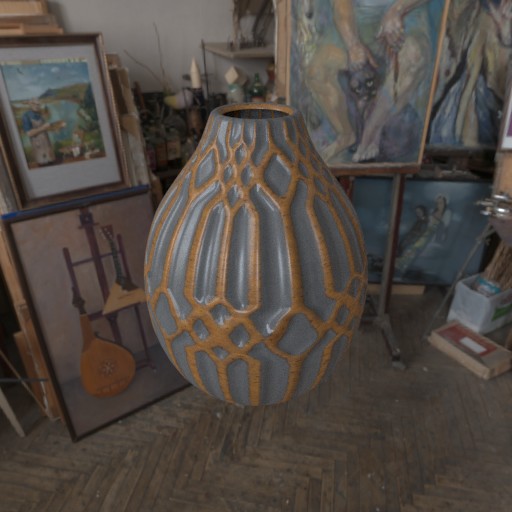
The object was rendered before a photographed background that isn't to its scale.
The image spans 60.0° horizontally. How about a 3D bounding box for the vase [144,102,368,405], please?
[{"bbox_3d":[0.000,0.000,0.138,0.069,0.088,0.069,0,29,0],"label":"vase"}]
